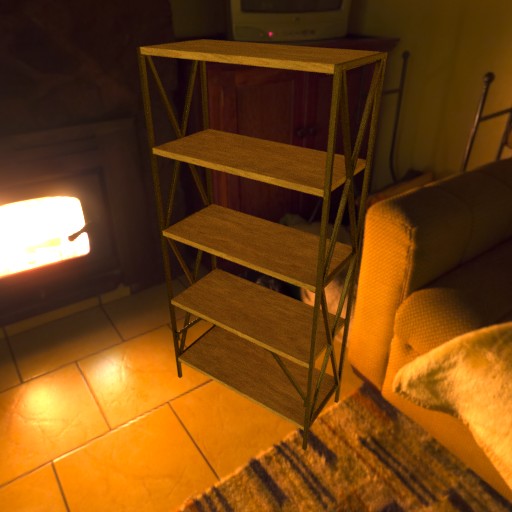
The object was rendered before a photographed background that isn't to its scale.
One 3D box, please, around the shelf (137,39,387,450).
[{"bbox_3d":[0.000,0.000,2.123,0.874,1.803,0.386,20,36,29],"label":"shelf"}]
